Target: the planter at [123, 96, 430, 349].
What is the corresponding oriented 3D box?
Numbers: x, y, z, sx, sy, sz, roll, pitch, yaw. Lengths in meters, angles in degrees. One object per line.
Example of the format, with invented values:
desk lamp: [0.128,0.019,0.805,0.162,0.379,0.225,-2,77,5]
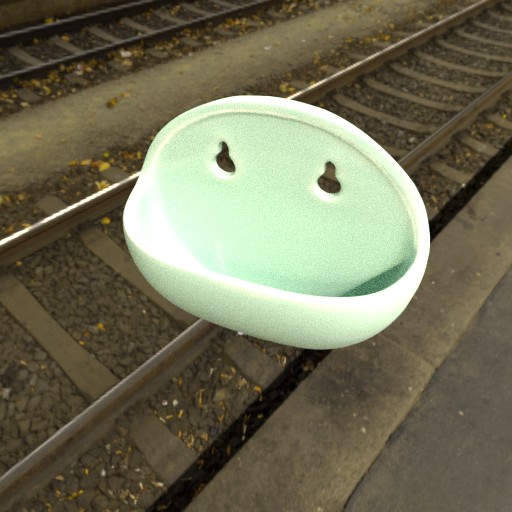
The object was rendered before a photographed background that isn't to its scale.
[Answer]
planter: [0.000,0.000,0.262,0.189,0.164,0.073,14,45,15]
